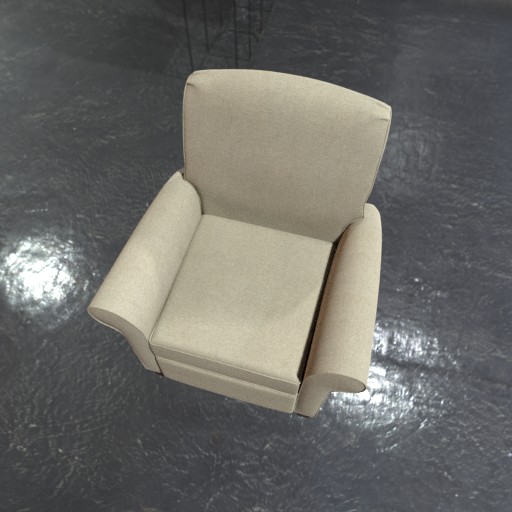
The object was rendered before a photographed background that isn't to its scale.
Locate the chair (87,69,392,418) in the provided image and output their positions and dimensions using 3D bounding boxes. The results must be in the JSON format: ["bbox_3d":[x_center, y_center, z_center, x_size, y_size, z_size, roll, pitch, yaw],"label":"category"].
[{"bbox_3d":[0.000,0.000,1.757,0.978,1.061,0.905,13,57,9],"label":"chair"}]
